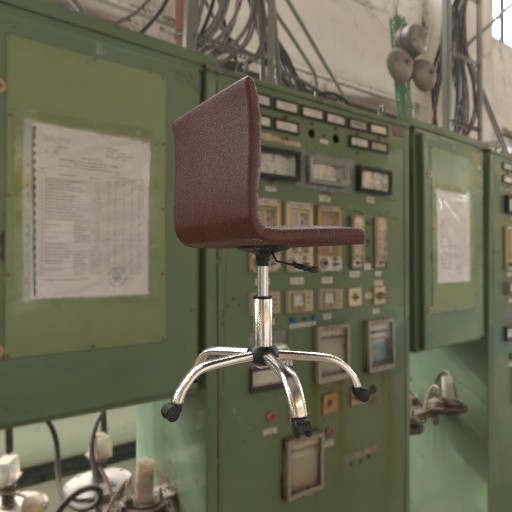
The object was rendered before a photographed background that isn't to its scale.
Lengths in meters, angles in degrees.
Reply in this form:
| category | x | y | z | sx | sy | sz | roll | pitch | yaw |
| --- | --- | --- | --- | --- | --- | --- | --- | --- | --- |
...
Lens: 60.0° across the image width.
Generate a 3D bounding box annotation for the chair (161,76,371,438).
| category | x | y | z | sx | sy | sz | roll | pitch | yaw |
| --- | --- | --- | --- | --- | --- | --- | --- | --- | --- |
| chair | 0.000 | 0.000 | 1.194 | 0.530 | 0.780 | 0.556 | 1 | -1 | -35 |
